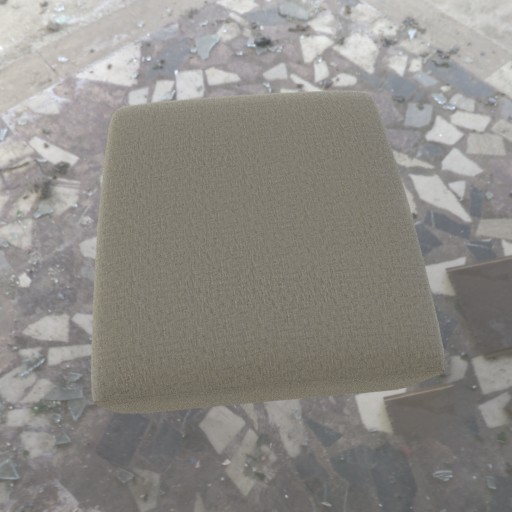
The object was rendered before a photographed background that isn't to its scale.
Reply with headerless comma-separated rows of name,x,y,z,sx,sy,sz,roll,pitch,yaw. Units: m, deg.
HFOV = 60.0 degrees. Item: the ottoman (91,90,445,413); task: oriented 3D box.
ottoman,0.000,0.000,1.031,0.648,0.399,0.655,-5,64,-2
